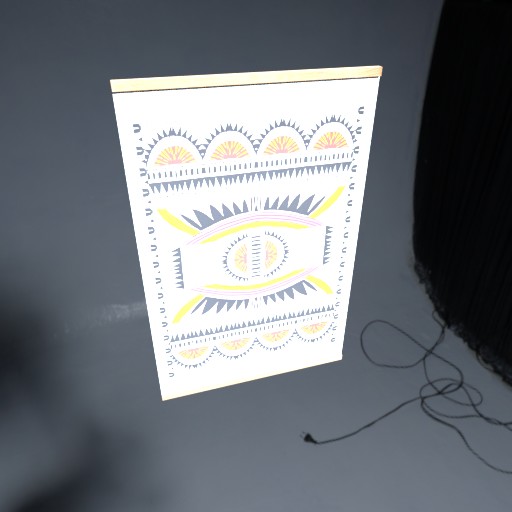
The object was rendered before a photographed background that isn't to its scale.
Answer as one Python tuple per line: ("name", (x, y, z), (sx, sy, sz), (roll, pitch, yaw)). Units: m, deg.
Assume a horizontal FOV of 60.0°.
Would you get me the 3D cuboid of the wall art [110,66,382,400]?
("wall art", (0.000, 0.000, 1.982), (0.999, 1.533, 0.028), (-9, 33, -14))
